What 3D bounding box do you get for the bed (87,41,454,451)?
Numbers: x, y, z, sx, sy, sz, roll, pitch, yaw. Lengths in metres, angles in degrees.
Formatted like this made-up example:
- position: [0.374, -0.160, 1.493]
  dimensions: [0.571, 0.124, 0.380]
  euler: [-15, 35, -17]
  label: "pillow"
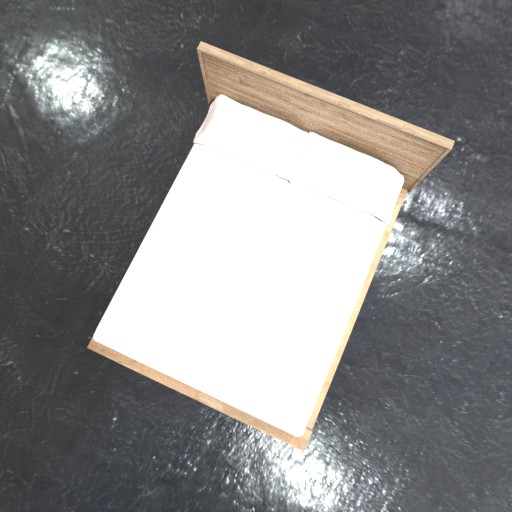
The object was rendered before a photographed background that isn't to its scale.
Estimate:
- position: [0.000, 0.000, 3.141]
  dimensions: [1.759, 1.071, 2.145]
  euler: [24, 78, 5]
  label: "bed"
